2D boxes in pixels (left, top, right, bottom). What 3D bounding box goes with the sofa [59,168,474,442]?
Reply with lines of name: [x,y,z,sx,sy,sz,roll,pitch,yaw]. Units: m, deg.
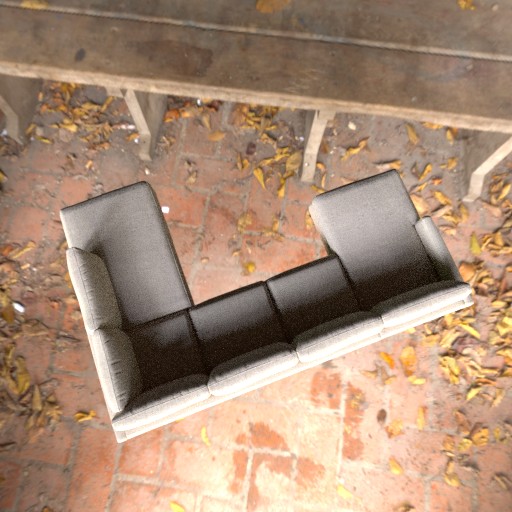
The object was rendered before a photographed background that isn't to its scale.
sofa: [0.000,0.000,3.482,2.737,0.756,1.879,-20,75,-5]
